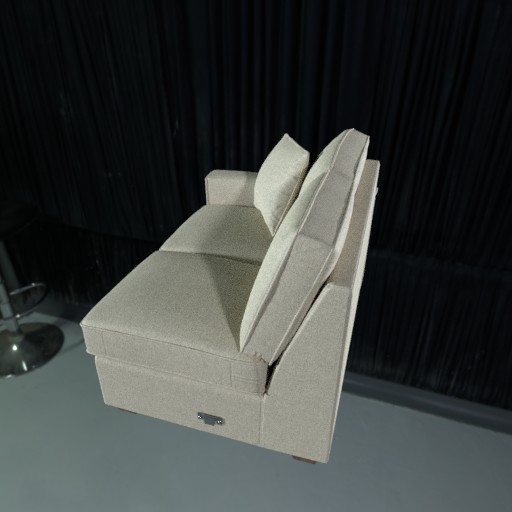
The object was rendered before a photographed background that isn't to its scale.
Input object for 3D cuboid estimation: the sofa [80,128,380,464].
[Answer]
[{"bbox_3d":[0.000,0.000,2.079,0.991,0.989,1.388,9,31,15],"label":"sofa"}]
